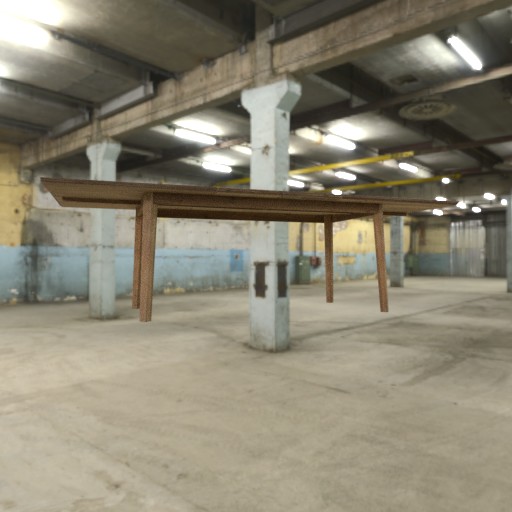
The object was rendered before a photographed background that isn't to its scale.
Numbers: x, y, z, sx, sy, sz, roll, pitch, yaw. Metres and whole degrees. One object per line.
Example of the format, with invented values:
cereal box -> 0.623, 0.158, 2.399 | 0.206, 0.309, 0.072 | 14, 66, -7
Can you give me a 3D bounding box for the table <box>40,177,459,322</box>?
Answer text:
table -> 0.000, 0.000, 3.088 | 2.603, 0.752, 1.000 | 0, -1, -19
